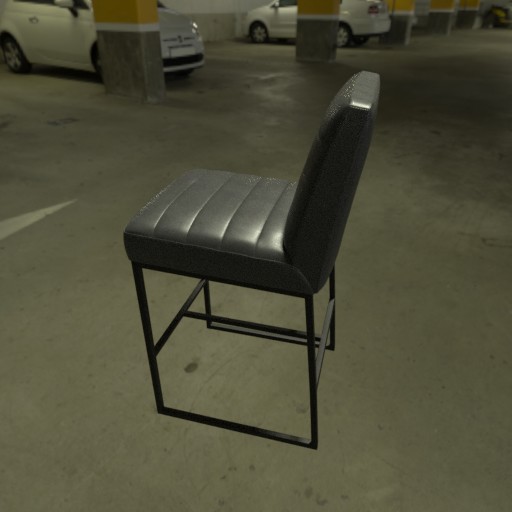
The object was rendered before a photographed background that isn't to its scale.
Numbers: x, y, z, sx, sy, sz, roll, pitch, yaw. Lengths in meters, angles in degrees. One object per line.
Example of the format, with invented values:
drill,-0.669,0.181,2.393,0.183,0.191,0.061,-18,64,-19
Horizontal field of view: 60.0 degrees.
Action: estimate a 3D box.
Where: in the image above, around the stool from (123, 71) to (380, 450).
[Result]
stool,0.000,0.000,1.241,0.552,0.938,0.457,8,31,13
